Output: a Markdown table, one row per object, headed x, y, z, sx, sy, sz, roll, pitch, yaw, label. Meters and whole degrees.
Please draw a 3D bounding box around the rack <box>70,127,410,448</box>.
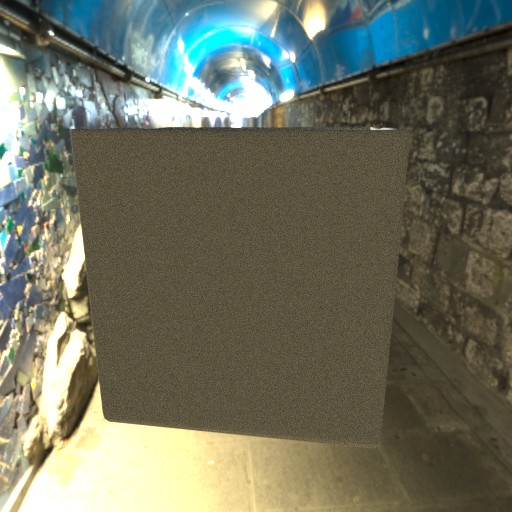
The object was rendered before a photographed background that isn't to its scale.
| x | y | z | sx | sy | sz | roll | pitch | yaw | label |
| --- | --- | --- | --- | --- | --- | --- | --- | --- | --- |
| 0.000 | 0.000 | 0.503 | 0.270 | 0.280 | 0.270 | 2 | 17 | 8 | rack |
